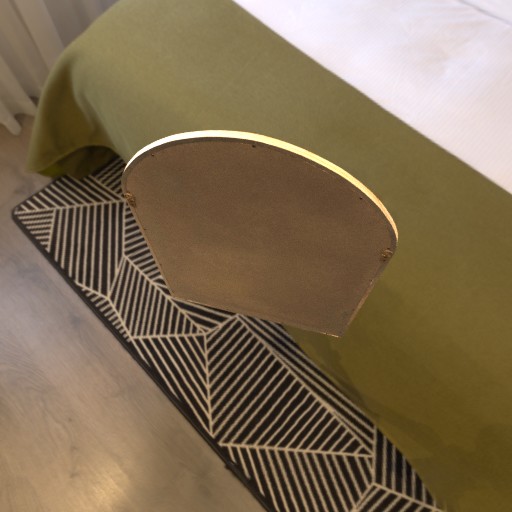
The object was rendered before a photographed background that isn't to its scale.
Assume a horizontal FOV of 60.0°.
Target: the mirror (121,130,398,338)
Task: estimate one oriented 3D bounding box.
[{"bbox_3d":[0.000,0.000,1.145,0.609,0.915,0.032,13,64,6],"label":"mirror"}]
